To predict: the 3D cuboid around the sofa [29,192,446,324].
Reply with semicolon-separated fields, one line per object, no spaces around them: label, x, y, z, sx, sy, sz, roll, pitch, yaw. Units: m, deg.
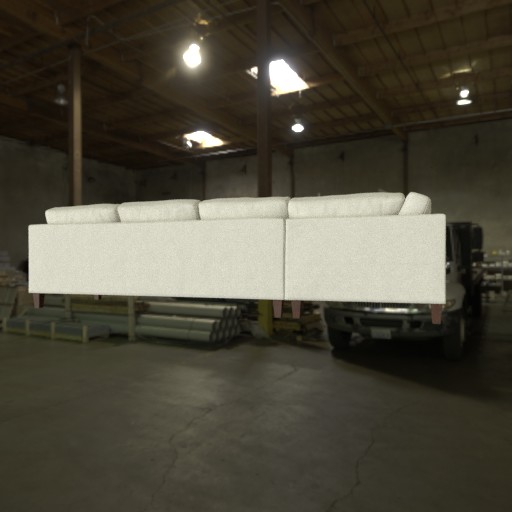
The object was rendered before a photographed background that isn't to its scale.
sofa;0.000;0.000;4.320;3.182;0.863;2.432;0;0;17
